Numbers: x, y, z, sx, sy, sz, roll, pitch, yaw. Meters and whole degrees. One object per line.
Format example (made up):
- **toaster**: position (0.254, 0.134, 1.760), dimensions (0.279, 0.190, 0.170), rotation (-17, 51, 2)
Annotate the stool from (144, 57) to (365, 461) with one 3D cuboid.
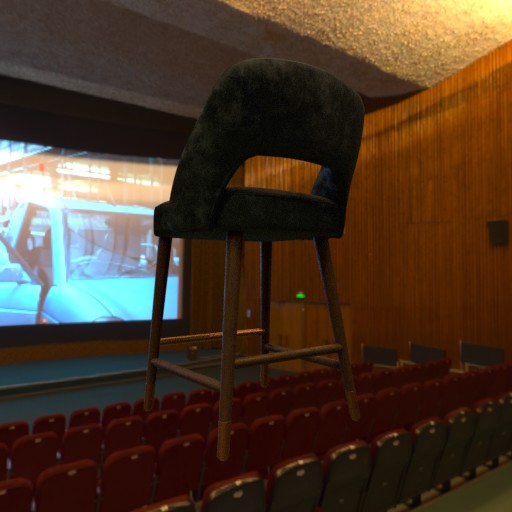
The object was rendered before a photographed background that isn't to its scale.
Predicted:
- **stool**: position (0.000, 0.000, 1.277), dimensions (0.536, 0.925, 0.524), rotation (1, -2, -36)
